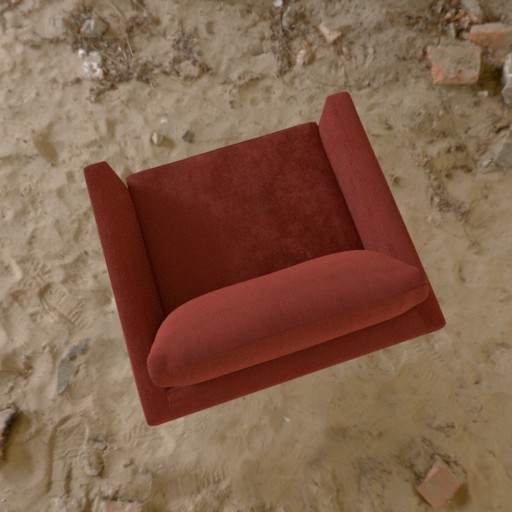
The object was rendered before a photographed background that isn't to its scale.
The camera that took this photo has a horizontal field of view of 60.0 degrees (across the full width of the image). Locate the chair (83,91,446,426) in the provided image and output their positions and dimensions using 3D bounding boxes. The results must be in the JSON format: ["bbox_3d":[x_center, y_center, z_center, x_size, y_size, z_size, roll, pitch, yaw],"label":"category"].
[{"bbox_3d":[0.000,0.000,1.598,0.964,0.812,0.875,-17,77,-4],"label":"chair"}]
